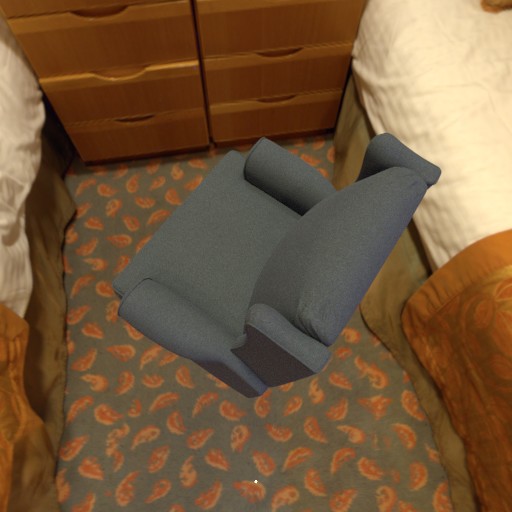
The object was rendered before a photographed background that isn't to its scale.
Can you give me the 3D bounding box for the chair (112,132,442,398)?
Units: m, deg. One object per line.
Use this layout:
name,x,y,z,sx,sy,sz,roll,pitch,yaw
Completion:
chair,0.000,0.000,1.721,0.877,1.020,0.971,31,67,15
